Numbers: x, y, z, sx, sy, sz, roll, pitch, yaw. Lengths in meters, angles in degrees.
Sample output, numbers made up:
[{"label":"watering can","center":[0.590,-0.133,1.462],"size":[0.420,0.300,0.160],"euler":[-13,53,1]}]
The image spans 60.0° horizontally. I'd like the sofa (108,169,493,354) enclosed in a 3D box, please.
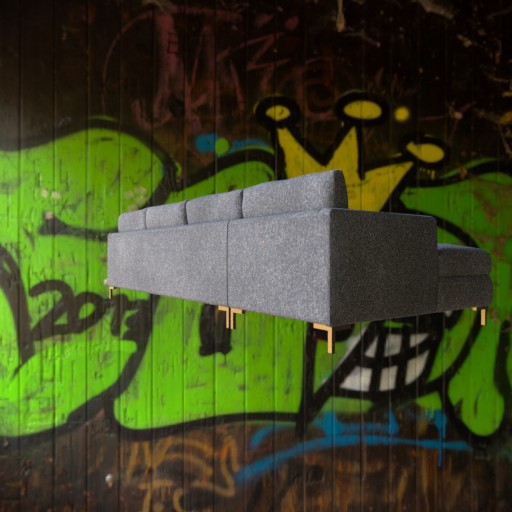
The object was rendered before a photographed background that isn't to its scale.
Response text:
[{"label":"sofa","center":[0.000,0.000,3.381],"size":[1.350,0.810,2.932],"euler":[0,0,-36]}]
